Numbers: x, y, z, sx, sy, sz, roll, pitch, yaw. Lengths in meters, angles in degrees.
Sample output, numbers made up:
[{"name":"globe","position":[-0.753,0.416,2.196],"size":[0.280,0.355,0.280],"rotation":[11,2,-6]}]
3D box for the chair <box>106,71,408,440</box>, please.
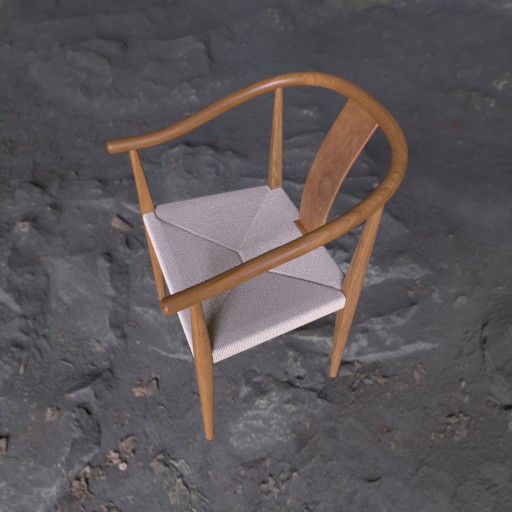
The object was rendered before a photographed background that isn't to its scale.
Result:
[{"name":"chair","position":[0.000,0.000,1.197],"size":[0.579,0.800,0.556],"rotation":[-17,50,-15]}]
